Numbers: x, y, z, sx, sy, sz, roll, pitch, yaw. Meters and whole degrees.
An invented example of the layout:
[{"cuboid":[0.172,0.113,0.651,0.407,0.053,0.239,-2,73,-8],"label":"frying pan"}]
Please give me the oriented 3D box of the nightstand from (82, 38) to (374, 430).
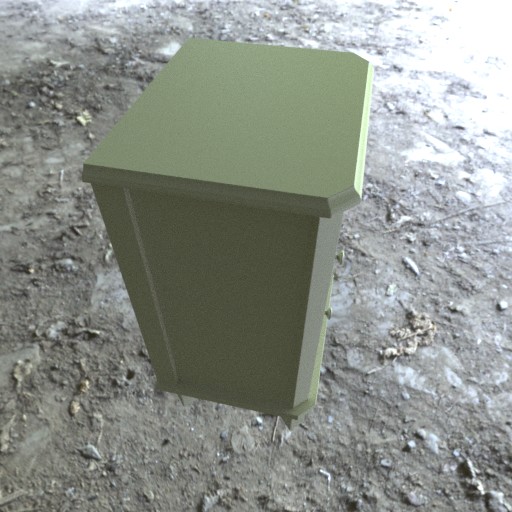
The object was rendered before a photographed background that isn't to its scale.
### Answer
[{"cuboid":[0.000,0.000,0.911,0.351,0.681,0.435,9,47,9],"label":"nightstand"}]
